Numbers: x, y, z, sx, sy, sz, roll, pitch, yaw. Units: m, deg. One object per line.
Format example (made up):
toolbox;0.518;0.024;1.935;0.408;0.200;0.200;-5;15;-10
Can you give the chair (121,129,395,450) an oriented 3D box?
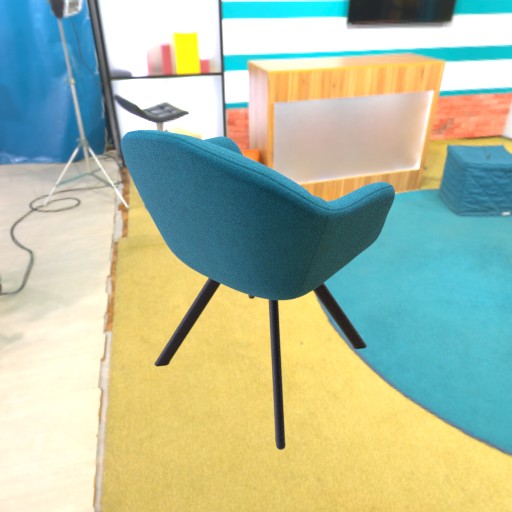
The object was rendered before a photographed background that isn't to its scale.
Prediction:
chair;0.000;0.000;1.166;0.545;0.775;0.565;22;38;32
